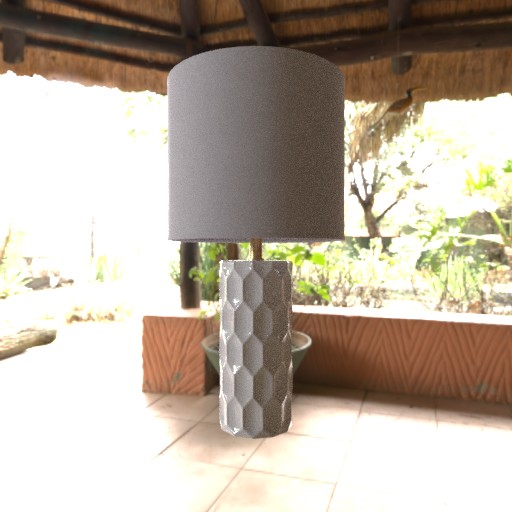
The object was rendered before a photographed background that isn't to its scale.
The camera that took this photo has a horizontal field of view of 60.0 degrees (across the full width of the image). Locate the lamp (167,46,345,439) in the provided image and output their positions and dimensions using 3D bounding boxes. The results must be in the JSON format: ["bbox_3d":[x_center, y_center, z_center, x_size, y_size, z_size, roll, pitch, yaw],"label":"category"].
[{"bbox_3d":[0.000,0.000,0.704,0.277,0.537,0.277,0,0,19],"label":"lamp"}]
